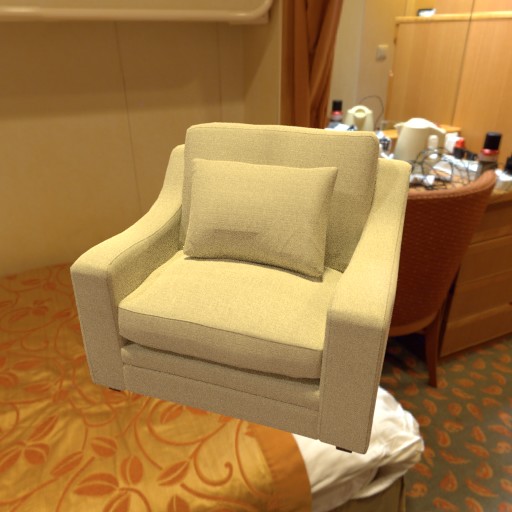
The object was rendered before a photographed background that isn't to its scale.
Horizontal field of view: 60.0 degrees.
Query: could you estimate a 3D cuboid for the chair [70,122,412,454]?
[{"bbox_3d":[0.000,0.000,1.928,1.178,1.016,1.009,9,28,16],"label":"chair"}]
